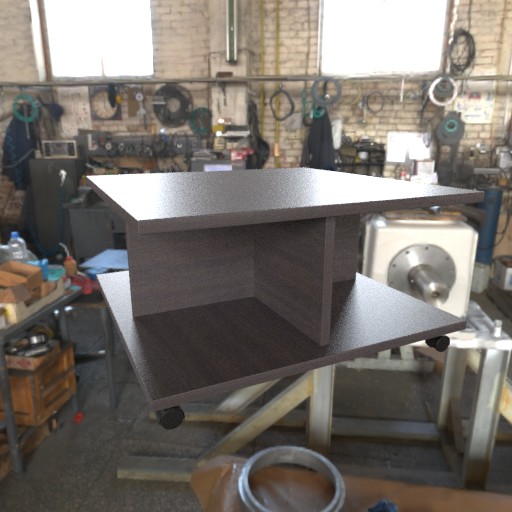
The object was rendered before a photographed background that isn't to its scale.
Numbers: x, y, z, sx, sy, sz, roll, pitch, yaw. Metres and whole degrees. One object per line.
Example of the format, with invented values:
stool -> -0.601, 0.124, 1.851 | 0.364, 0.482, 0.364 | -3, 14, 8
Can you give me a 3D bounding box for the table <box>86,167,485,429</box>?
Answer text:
table -> 0.000, 0.000, 1.207 | 0.762, 0.396, 0.762 | -7, 17, -25
